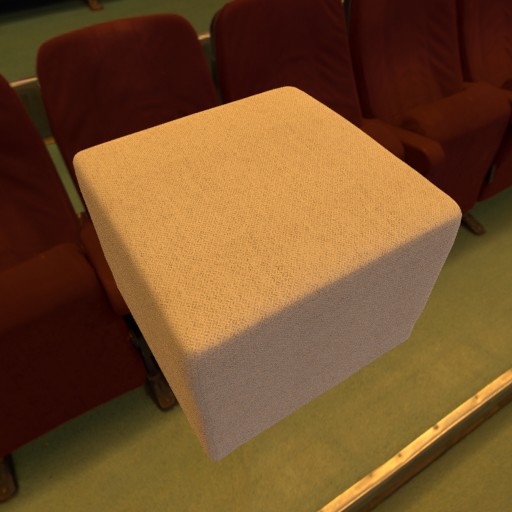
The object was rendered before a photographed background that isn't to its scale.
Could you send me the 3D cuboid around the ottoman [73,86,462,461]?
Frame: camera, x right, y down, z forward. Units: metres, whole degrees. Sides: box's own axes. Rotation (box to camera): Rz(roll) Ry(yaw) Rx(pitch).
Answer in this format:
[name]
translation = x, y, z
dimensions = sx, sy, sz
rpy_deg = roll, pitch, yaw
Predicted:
[ottoman]
translation = 0.000, 0.000, 0.913
dimensions = 0.521, 0.453, 0.512
rpy_deg = -25, 53, -21
